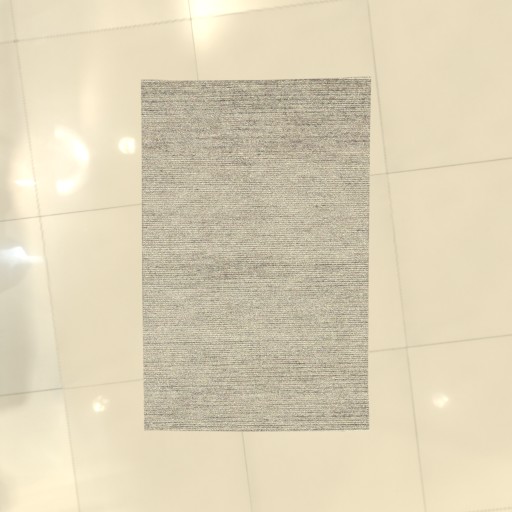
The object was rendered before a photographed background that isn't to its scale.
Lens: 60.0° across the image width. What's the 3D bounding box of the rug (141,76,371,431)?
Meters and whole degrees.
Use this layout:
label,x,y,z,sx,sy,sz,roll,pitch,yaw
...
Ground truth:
label,x,y,z,sx,sy,sz,roll,pitch,yaw
rug,0.000,0.000,2.253,1.162,0.022,1.804,0,91,0
